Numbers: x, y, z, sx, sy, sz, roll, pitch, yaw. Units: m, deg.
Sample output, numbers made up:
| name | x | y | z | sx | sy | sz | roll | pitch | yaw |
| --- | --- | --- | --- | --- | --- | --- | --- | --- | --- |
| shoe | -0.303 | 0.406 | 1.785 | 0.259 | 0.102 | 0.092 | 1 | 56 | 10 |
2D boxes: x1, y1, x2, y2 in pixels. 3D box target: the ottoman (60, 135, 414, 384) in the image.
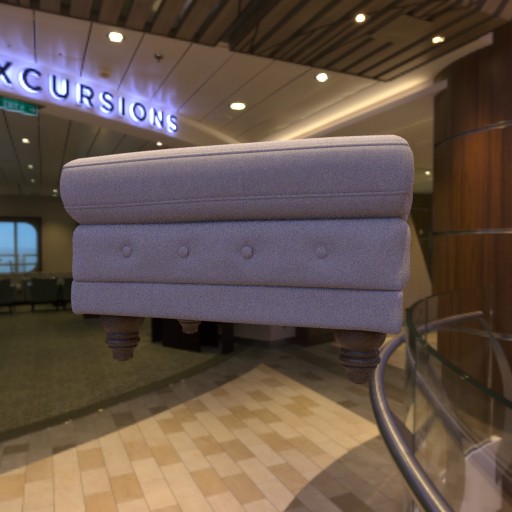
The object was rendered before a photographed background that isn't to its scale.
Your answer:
| name | x | y | z | sx | sy | sz | roll | pitch | yaw |
| --- | --- | --- | --- | --- | --- | --- | --- | --- | --- |
| ottoman | 0.000 | 0.000 | 1.148 | 0.771 | 0.500 | 0.569 | 0 | 1 | 18 |
